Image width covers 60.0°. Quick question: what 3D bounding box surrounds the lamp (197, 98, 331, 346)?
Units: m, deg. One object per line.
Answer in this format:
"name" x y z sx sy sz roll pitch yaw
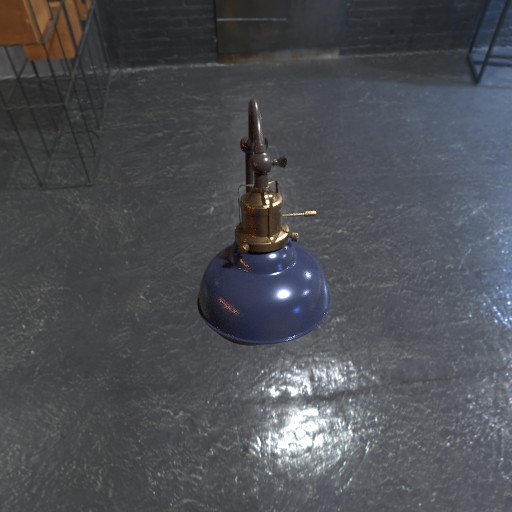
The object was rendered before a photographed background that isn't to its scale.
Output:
"lamp" 0.000 0.000 0.693 0.192 0.508 0.374 -4 47 -4
